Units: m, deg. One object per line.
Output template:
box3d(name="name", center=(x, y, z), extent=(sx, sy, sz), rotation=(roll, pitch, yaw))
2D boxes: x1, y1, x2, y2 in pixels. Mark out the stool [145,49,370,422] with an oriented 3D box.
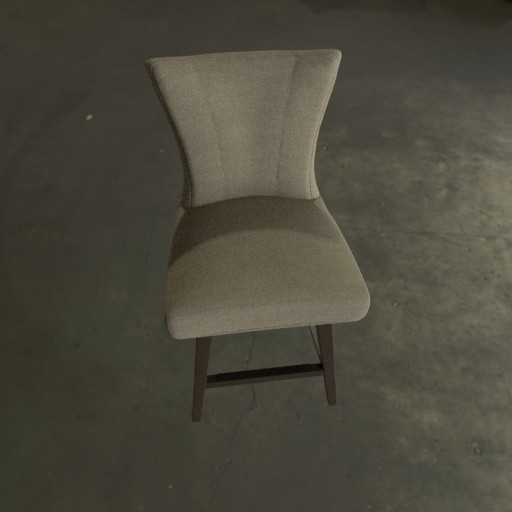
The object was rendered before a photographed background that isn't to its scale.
box3d(name="stool", center=(0.000, 0.000, 1.324), extent=(0.514, 1.000, 0.574), rotation=(-5, 47, -5))
